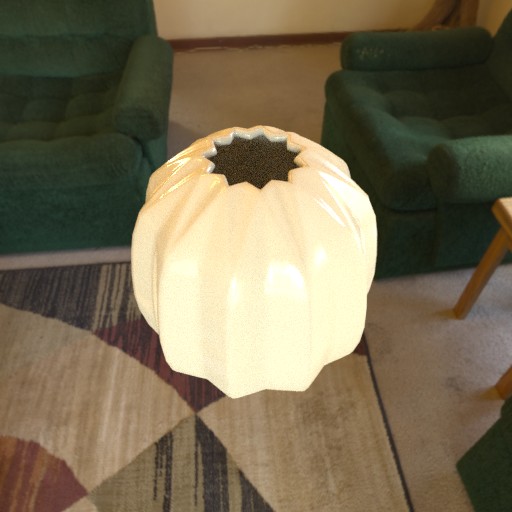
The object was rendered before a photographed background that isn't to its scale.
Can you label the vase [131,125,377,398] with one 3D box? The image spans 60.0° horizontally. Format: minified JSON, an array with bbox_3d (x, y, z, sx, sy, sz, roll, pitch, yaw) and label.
[{"bbox_3d":[0.000,0.000,0.251,0.139,0.134,0.139,0,47,0],"label":"vase"}]
